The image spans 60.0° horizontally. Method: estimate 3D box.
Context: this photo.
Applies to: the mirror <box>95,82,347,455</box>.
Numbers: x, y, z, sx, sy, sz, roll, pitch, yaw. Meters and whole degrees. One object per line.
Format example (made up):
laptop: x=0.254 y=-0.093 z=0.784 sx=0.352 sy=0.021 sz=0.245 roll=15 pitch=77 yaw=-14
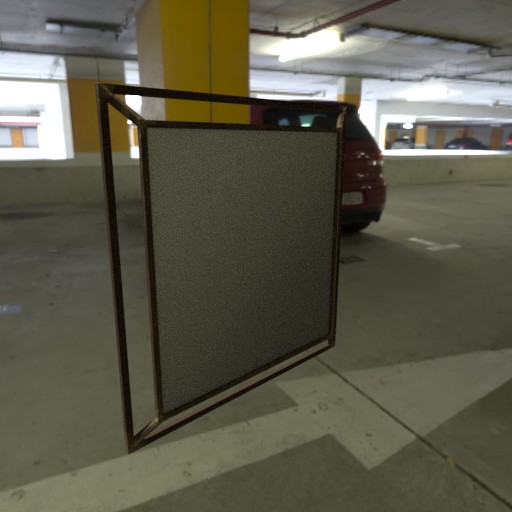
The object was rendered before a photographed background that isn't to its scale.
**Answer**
mirror: x=0.000 y=0.000 z=0.901 sx=0.610 sy=0.610 sz=0.032 roll=-14 pitch=20 yaw=-43
